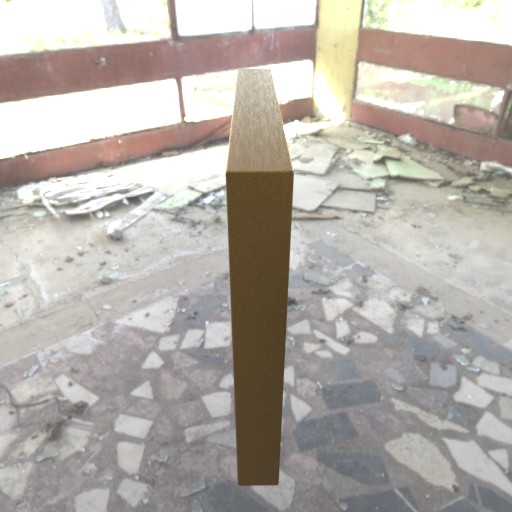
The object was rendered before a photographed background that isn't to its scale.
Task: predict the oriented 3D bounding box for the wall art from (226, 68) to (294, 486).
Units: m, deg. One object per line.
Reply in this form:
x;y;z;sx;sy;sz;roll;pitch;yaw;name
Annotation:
0.000;0.000;0.452;0.037;0.305;0.305;0;33;-1;wall art
